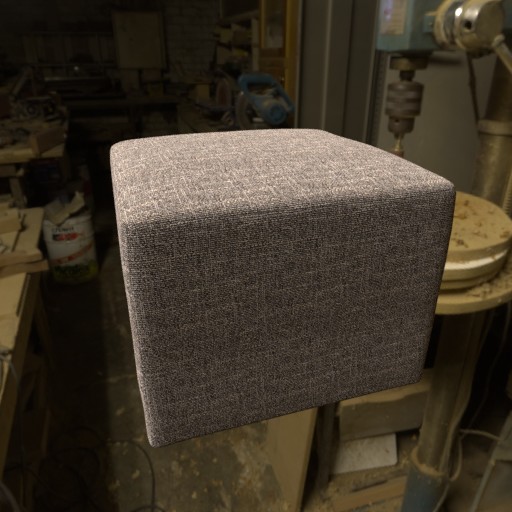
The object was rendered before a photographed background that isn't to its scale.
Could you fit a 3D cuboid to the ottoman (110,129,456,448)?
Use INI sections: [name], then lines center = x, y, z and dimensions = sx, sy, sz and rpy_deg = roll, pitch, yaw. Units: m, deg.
[ottoman]
center = 0.000, 0.000, 0.906
dimensions = 0.521, 0.453, 0.512
rpy_deg = -8, 27, -16
